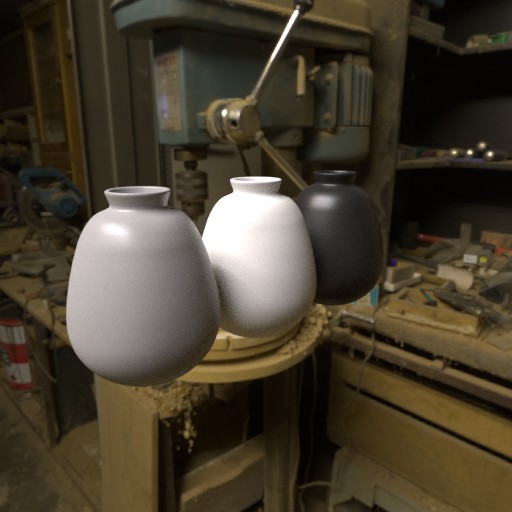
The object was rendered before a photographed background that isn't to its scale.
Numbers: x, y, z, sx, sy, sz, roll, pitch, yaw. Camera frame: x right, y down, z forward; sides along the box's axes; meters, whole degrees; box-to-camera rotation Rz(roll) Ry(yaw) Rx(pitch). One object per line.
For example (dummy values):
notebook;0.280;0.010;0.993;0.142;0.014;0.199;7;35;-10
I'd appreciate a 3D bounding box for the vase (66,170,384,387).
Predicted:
vase;0.000;0.000;0.354;0.297;0.122;0.097;-14;21;-42
